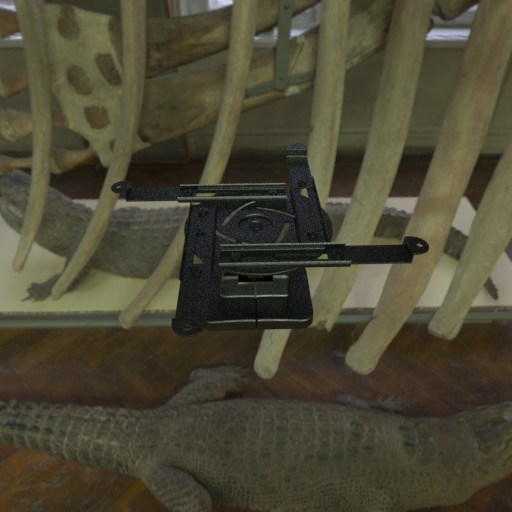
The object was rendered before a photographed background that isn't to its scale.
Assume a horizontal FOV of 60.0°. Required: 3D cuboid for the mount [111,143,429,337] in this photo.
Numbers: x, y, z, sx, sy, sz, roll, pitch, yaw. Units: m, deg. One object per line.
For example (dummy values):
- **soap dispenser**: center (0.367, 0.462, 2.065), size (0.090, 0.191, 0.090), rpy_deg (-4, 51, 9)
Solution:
- **mount**: center (0.000, 0.000, 0.604), size (0.394, 0.141, 0.394), rpy_deg (-1, 40, -1)
